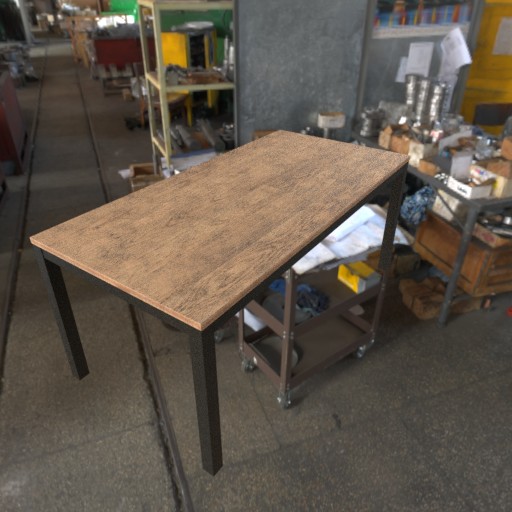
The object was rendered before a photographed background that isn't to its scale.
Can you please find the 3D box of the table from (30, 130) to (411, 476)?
[{"bbox_3d":[0.000,0.000,2.344,0.893,0.767,1.805,21,37,30],"label":"table"}]
